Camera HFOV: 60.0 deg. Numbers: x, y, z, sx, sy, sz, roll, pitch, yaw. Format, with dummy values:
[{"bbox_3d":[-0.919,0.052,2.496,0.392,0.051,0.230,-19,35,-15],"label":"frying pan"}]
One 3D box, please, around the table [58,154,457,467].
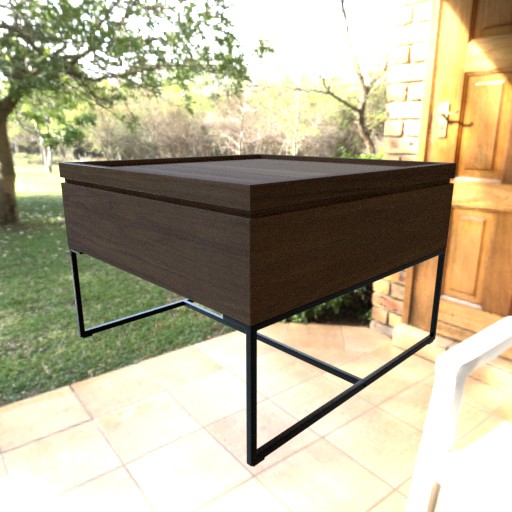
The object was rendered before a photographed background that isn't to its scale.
[{"bbox_3d":[0.000,0.000,1.124,0.676,0.464,0.679,-14,21,-42],"label":"table"}]
